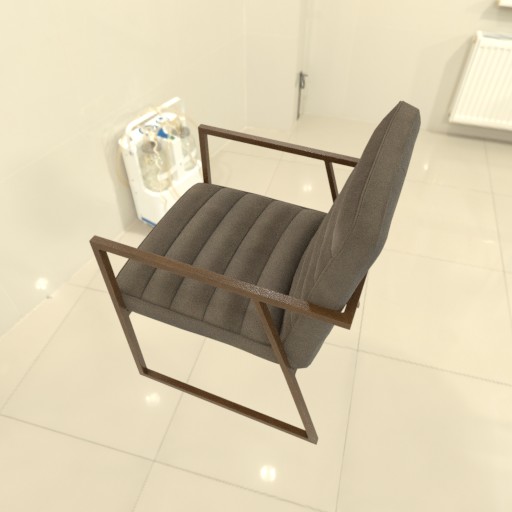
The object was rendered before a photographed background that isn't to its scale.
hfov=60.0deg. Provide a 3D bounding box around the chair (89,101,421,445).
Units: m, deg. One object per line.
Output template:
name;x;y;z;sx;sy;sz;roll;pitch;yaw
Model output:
chair;0.000;0.000;1.297;0.682;0.843;0.578;17;49;15
